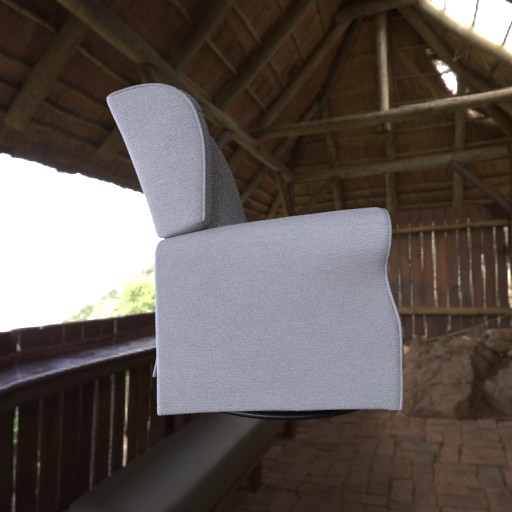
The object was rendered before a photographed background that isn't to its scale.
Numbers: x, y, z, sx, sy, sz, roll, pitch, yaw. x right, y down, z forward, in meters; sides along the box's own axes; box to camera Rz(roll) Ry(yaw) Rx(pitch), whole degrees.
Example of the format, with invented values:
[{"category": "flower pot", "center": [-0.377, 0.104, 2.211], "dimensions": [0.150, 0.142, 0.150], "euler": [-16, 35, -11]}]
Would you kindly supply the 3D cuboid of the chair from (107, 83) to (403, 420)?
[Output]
[{"category": "chair", "center": [0.000, 0.000, 1.618], "dimensions": [0.854, 0.966, 0.906], "euler": [0, -1, 0]}]
